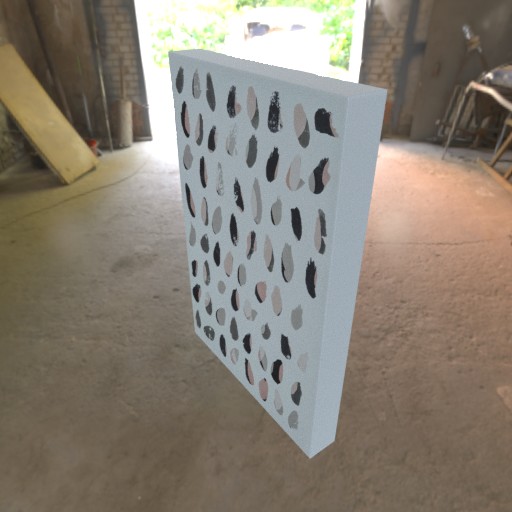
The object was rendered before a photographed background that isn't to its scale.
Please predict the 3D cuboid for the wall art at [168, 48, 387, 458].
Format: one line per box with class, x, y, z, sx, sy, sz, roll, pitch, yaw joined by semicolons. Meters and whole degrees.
wall art;0.000;0.000;0.479;0.039;0.381;0.252;-21;38;-30
